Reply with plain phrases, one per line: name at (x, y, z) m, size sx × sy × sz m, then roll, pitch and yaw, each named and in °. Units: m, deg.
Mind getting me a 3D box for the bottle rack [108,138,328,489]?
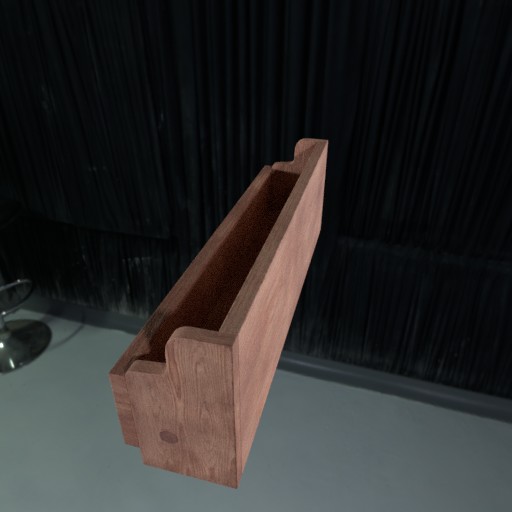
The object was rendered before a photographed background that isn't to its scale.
bottle rack at (0.000, 0.000, 0.677) m, size 0.126 × 0.196 × 0.608 m, roll 8°, pitch 32°, yaw 13°
